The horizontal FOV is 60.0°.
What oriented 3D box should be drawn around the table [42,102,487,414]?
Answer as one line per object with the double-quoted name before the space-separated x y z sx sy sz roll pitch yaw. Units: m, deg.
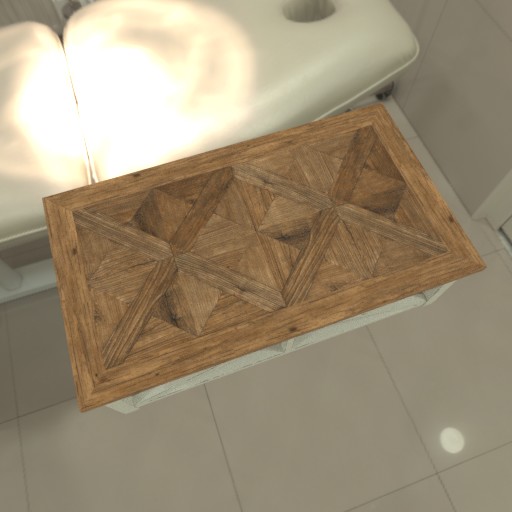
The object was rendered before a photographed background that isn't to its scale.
"table" 0.000 0.000 1.766 1.400 0.410 0.800 -18 66 -8
